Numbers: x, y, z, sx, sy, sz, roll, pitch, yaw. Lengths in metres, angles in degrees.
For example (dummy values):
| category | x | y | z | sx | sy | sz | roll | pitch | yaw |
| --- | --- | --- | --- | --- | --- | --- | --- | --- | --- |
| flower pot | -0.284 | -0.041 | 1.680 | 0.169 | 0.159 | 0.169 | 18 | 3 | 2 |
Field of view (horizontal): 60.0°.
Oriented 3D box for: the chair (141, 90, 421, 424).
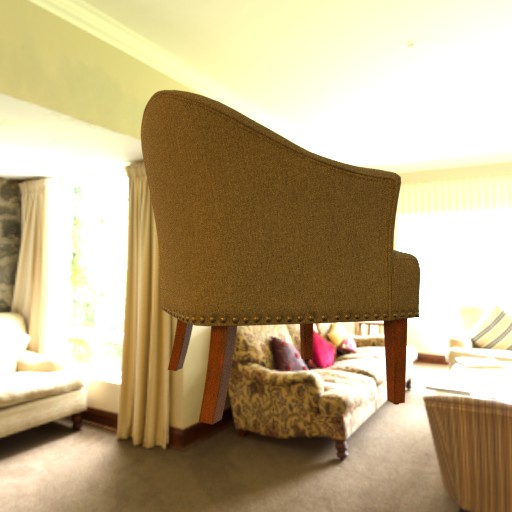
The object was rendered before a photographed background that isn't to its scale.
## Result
| category | x | y | z | sx | sy | sz | roll | pitch | yaw |
| --- | --- | --- | --- | --- | --- | --- | --- | --- | --- |
| chair | 0.000 | 0.000 | 1.402 | 0.704 | 0.815 | 0.798 | 0 | -1 | -18 |
